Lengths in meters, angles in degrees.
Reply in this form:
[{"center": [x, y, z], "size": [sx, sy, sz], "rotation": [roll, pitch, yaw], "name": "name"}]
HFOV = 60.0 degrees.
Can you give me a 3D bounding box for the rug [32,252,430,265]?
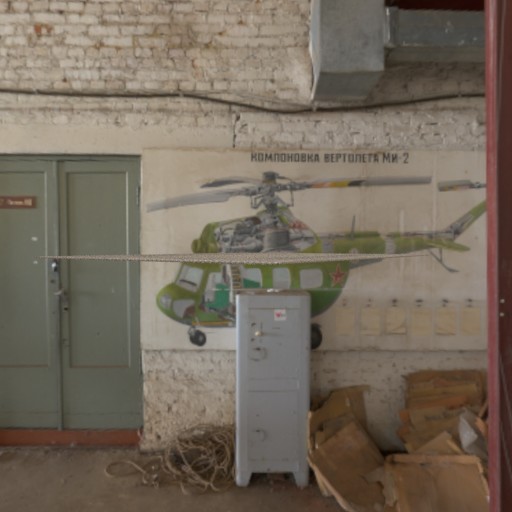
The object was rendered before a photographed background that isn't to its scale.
[{"center": [0.000, 0.000, 4.032], "size": [2.312, 0.013, 2.940], "rotation": [1, 2, 36], "name": "rug"}]
